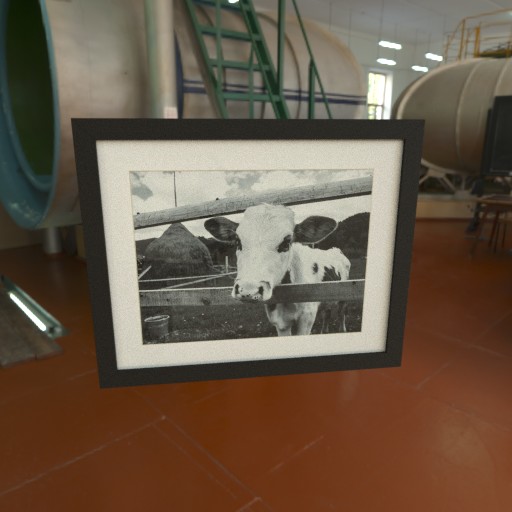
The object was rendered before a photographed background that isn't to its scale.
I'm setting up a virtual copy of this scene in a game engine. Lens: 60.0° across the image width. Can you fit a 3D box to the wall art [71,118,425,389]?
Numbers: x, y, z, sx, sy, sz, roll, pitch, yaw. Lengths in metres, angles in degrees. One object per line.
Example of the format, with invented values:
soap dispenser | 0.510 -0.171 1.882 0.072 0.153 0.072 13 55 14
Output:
wall art | 0.000 0.000 0.557 0.404 0.329 0.024 -2 16 -8
